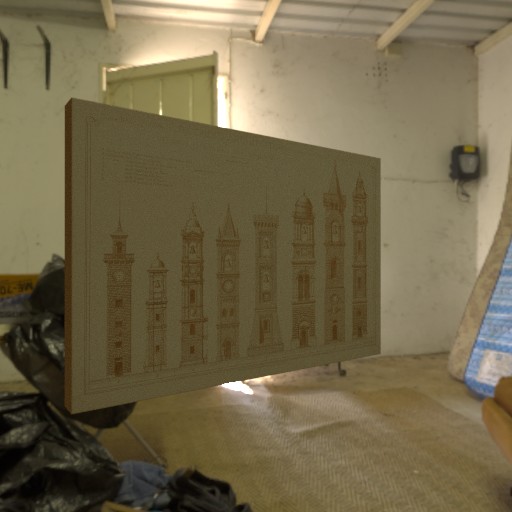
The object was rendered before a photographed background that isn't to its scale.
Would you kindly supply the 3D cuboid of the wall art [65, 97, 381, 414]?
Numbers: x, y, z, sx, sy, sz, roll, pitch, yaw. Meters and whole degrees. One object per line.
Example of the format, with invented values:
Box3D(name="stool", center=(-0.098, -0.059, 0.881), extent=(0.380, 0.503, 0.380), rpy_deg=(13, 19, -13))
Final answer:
Box3D(name="wall art", center=(0.000, 0.000, 0.762), extent=(0.609, 0.407, 0.039), rpy_deg=(0, 0, -35))
